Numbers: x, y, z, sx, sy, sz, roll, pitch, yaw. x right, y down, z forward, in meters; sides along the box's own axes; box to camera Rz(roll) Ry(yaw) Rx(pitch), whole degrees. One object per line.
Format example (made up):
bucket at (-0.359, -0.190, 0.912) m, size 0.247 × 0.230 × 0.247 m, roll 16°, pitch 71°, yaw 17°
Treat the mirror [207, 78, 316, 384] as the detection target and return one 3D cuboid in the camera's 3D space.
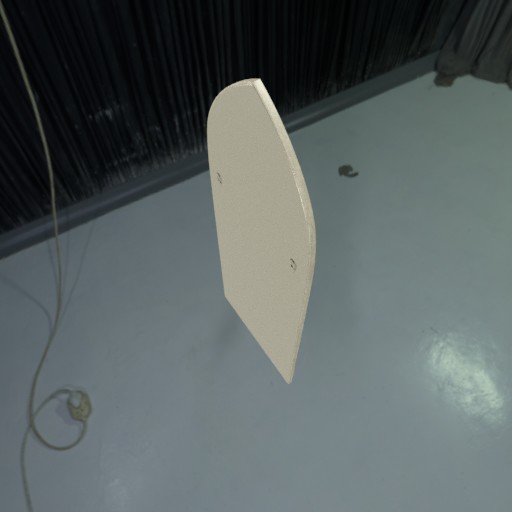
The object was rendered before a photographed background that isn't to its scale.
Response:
mirror at (0.000, 0.000, 1.313) m, size 0.025 × 1.175 × 0.464 m, roll -29°, pitch 61°, yaw -18°
